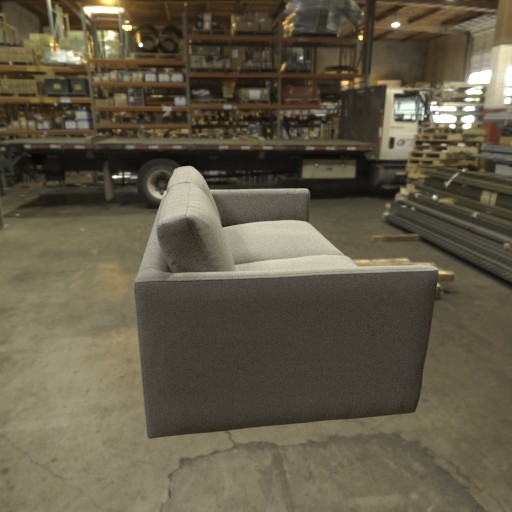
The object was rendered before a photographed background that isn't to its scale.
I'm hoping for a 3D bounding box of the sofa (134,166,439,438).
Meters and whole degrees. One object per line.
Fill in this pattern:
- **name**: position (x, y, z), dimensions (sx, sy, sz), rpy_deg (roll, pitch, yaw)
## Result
- **sofa**: position (0.000, 0.000, 2.474), dimensions (1.091, 0.839, 1.905), rpy_deg (-3, 18, -8)
